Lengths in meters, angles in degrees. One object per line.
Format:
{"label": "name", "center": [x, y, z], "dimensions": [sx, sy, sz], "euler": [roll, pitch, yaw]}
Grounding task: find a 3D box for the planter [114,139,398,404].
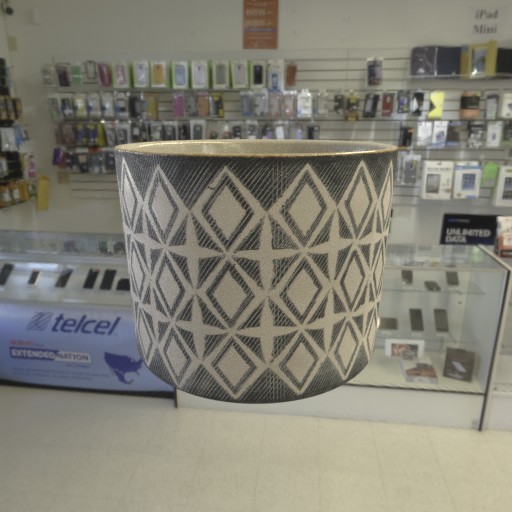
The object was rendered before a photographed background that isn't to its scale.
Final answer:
{"label": "planter", "center": [0.000, 0.000, 0.337], "dimensions": [0.192, 0.165, 0.192], "euler": [0, 17, 0]}
